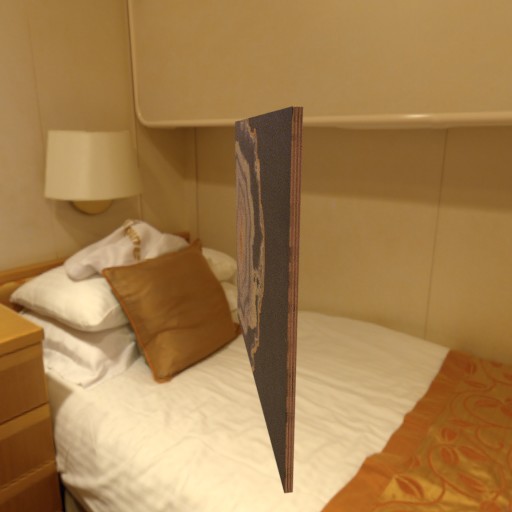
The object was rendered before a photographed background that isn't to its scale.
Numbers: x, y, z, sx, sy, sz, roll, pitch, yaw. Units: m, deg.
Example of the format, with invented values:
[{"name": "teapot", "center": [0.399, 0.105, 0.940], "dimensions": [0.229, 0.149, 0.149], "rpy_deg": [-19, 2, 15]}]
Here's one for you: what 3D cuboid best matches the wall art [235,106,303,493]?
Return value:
[{"name": "wall art", "center": [0.000, 0.000, 0.681], "dimensions": [0.010, 0.408, 0.508], "rpy_deg": [-2, 16, -8]}]
